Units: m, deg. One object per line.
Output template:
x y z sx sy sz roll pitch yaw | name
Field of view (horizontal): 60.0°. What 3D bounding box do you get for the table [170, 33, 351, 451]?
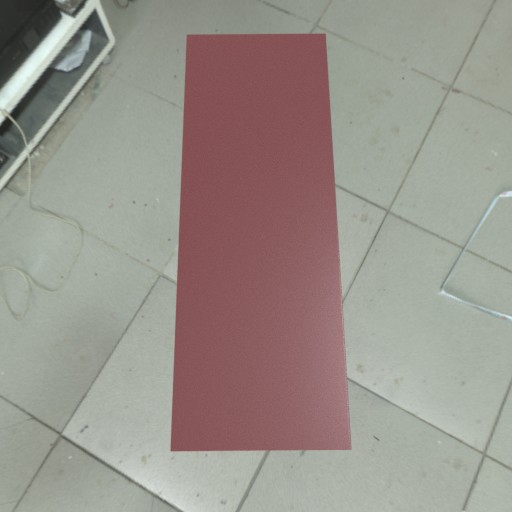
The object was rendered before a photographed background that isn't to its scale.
0.000 0.000 1.447 0.397 0.753 1.068 -1 75 0 | table
